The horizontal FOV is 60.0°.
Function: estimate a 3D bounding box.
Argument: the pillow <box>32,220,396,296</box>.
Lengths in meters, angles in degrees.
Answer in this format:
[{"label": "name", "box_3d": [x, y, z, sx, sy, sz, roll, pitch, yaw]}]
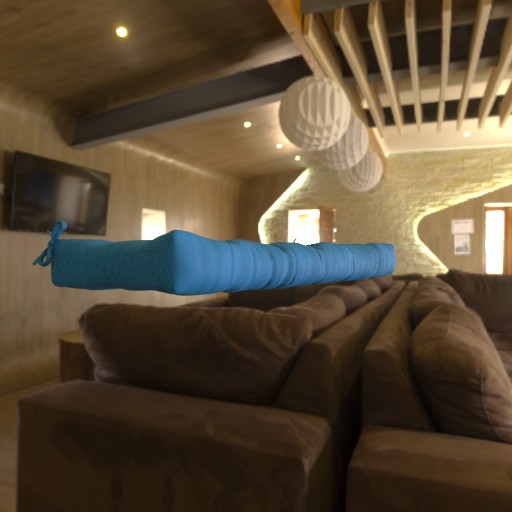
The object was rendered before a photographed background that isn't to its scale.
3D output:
[{"label": "pillow", "box_3d": [0.000, 0.000, 1.378, 0.511, 0.174, 1.194, 0, 0, 37]}]
